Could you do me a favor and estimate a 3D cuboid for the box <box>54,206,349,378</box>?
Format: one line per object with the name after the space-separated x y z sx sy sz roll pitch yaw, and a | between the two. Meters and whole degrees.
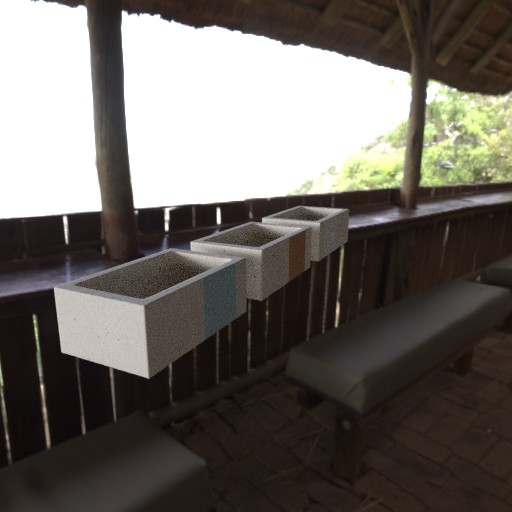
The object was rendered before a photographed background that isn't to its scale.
0.000 0.000 0.496 0.082 0.051 0.461 7 16 26 | box
